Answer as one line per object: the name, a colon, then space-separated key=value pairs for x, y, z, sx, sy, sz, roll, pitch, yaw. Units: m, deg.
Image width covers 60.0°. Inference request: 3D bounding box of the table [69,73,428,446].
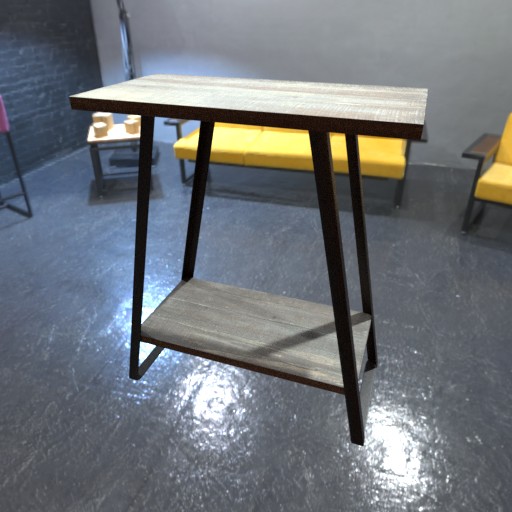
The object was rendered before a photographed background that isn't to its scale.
table: x=0.000 y=0.000 z=0.996 sx=0.599 sy=0.701 sz=0.300 roll=10 pitch=32 yaw=17
